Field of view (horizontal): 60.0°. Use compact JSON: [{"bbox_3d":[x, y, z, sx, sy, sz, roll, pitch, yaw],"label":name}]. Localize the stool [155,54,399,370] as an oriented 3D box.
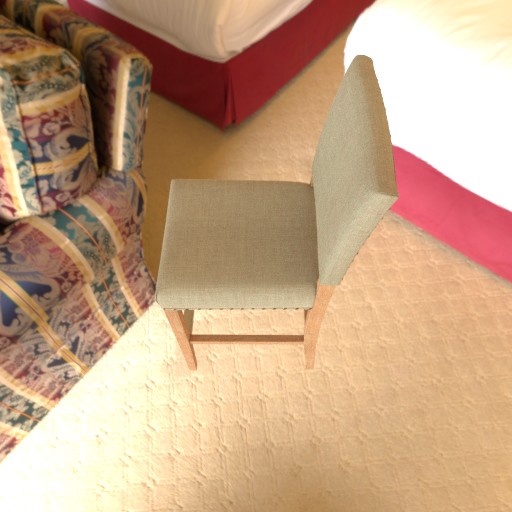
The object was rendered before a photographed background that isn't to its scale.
[{"bbox_3d":[0.000,0.000,1.480,0.585,1.203,0.445,1,59,0],"label":"stool"}]
